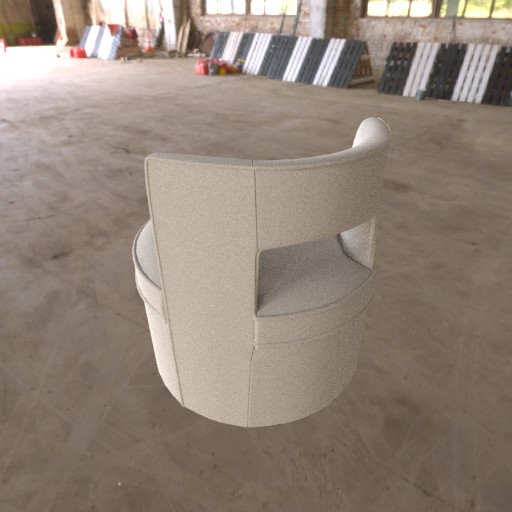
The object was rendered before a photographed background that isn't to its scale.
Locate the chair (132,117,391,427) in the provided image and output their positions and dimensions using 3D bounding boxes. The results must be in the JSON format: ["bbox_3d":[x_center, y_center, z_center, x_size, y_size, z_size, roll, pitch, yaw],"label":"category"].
[{"bbox_3d":[0.000,0.000,1.220,0.650,0.723,0.665,-17,34,-28],"label":"chair"}]
